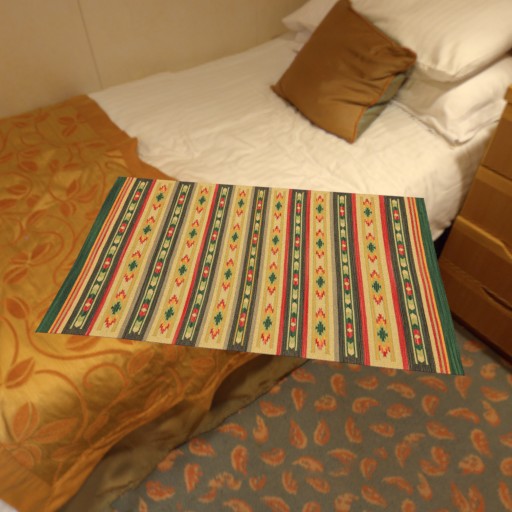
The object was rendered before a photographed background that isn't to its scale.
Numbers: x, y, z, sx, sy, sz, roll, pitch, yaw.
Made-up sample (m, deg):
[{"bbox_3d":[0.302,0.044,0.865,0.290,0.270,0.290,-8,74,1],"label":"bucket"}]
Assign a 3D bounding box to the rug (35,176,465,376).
[{"bbox_3d":[0.000,0.000,3.011,2.447,0.011,1.520,5,47,4],"label":"rug"}]
